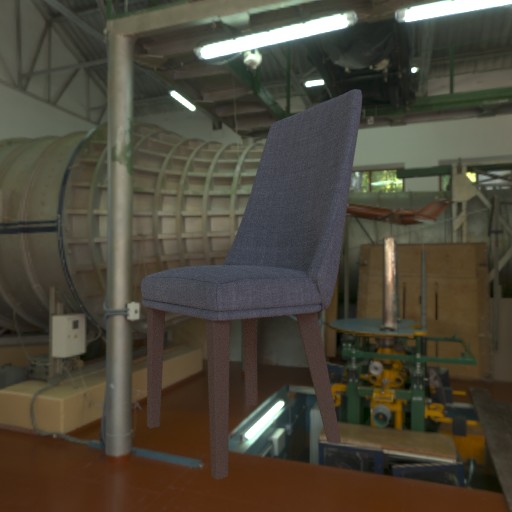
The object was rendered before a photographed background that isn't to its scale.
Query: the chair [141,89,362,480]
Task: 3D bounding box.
[{"bbox_3d":[0.000,0.000,1.355,0.577,1.050,0.510,1,-1,-36],"label":"chair"}]
